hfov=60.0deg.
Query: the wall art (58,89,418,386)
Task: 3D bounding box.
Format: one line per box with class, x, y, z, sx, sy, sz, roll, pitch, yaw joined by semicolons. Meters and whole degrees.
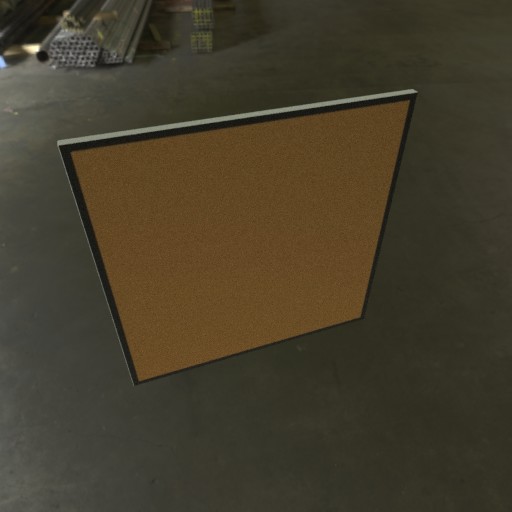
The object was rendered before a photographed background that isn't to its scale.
wall art;0.000;0.000;1.212;0.805;0.803;0.022;-13;42;-15
